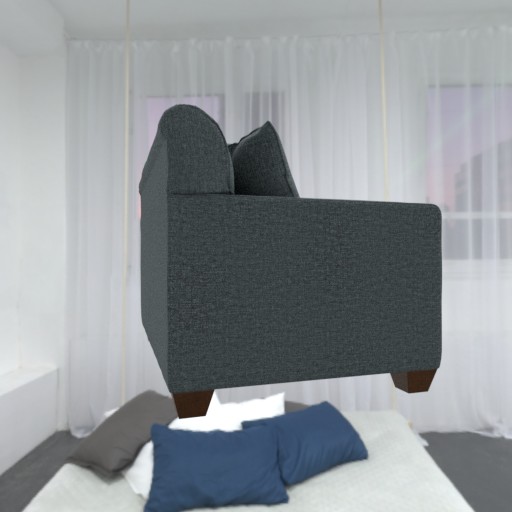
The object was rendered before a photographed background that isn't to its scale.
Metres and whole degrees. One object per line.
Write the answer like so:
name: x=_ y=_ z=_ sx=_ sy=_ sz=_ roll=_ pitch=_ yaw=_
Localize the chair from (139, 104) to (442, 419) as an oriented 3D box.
chair: x=0.000 y=0.000 z=2.048 sx=1.000 sy=0.948 sz=1.383 roll=0 pitch=0 yaw=-18
